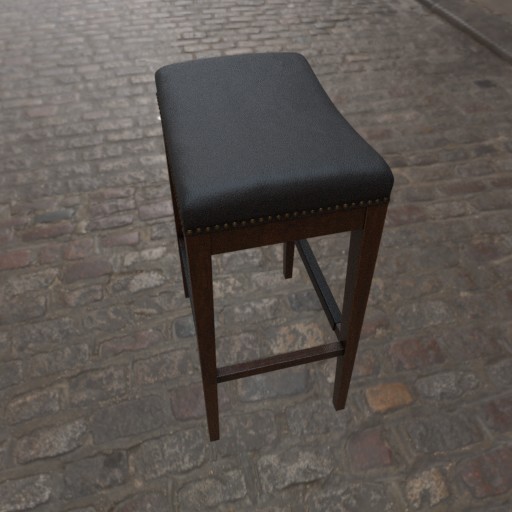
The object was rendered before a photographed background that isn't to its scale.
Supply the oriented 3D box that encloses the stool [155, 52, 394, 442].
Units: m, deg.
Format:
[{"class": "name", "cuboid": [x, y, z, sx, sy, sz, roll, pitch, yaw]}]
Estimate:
[{"class": "stool", "cuboid": [0.000, 0.000, 1.039, 0.361, 0.765, 0.500, -10, 47, -10]}]
